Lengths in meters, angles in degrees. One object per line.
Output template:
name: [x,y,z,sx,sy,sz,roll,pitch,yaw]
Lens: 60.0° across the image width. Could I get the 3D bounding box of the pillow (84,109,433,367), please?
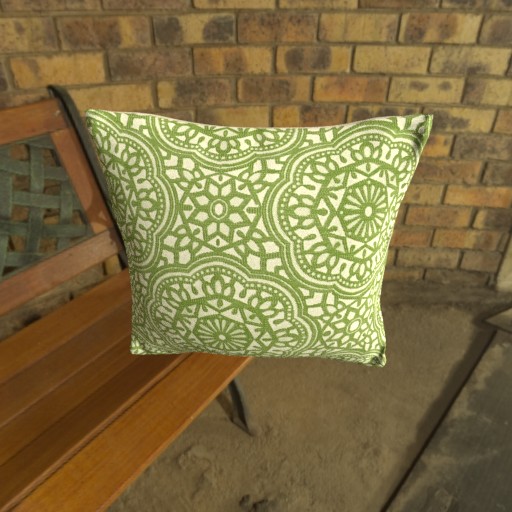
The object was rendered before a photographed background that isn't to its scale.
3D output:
pillow: [0.000,0.000,0.655,0.440,0.419,0.162,2,31,3]
